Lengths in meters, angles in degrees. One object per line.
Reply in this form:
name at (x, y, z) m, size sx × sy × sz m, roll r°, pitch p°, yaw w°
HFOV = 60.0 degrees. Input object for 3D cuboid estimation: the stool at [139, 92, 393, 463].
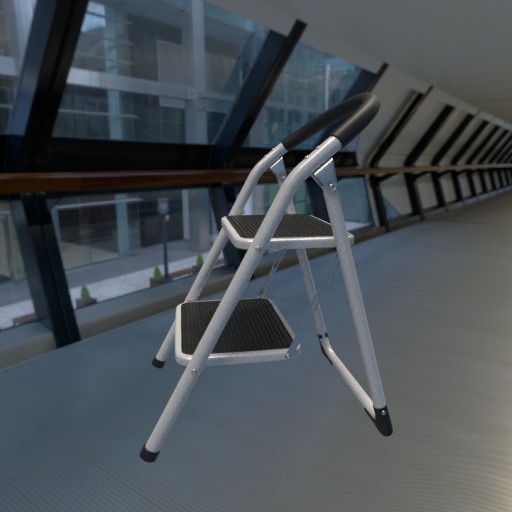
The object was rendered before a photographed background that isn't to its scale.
stool at (0.000, 0.000, 1.082) m, size 0.559 × 0.760 × 0.453 m, roll -2°, pitch 13°, yaw -9°
